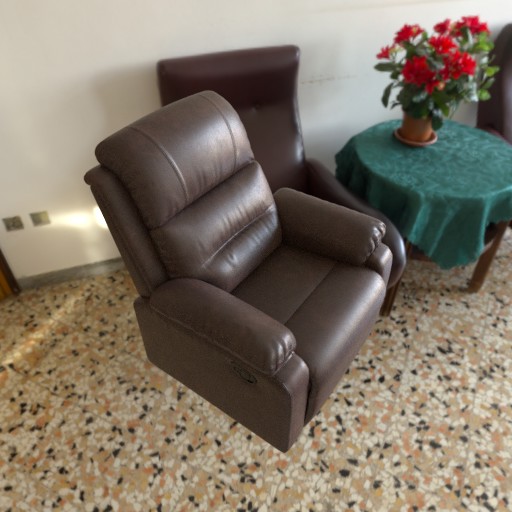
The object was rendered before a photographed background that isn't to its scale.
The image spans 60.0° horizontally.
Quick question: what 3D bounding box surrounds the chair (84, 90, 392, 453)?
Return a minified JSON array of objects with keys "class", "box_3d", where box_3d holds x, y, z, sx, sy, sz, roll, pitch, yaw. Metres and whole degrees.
[{"class":"chair","box_3d":[0.000,0.000,1.700,0.919,0.992,0.855,25,47,26]}]
